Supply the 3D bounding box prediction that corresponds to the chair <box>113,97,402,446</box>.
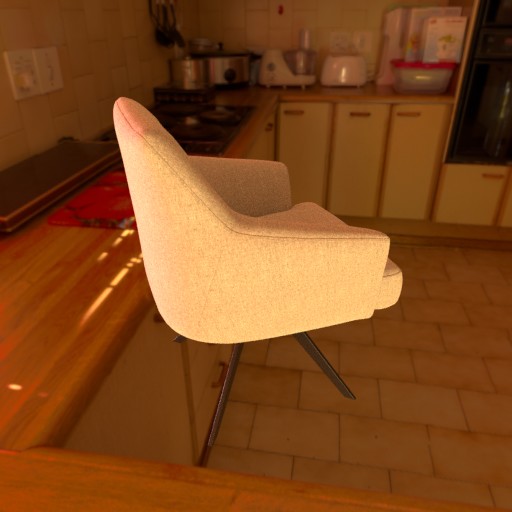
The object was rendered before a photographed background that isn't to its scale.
[{"bbox_3d":[0.000,0.000,1.306,0.677,0.874,0.642,-11,31,-18],"label":"chair"}]
